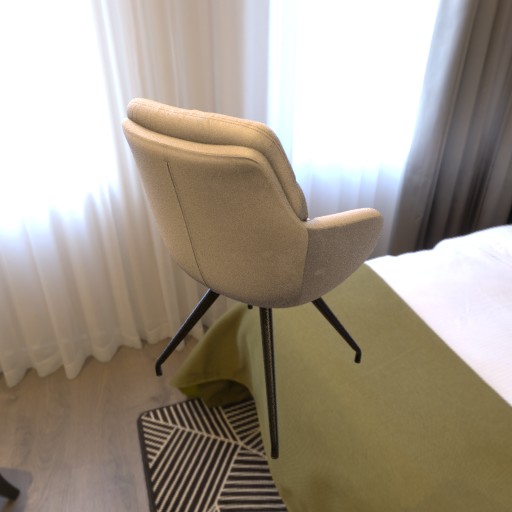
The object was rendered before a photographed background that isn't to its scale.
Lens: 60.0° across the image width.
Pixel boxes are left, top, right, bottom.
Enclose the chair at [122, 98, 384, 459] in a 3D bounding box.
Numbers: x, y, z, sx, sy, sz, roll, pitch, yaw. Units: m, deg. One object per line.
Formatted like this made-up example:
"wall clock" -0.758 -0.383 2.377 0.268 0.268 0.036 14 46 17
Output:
"chair" 0.000 0.000 1.252 0.579 0.888 0.569 22 37 33
